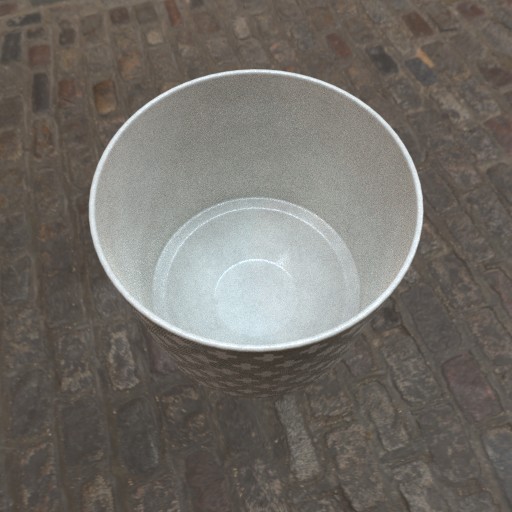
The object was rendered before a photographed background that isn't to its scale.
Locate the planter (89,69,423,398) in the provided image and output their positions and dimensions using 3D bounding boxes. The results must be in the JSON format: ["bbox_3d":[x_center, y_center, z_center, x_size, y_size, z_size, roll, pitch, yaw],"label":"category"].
[{"bbox_3d":[0.000,0.000,0.441,0.250,0.239,0.250,0,64,0],"label":"planter"}]
